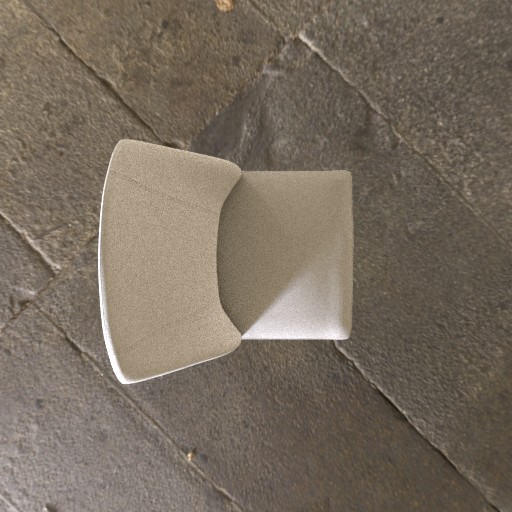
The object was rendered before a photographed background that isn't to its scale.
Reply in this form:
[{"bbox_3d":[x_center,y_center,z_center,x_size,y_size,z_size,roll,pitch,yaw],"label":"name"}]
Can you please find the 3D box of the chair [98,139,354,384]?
[{"bbox_3d":[0.000,0.000,1.198,0.540,0.893,0.472,0,92,0],"label":"chair"}]
